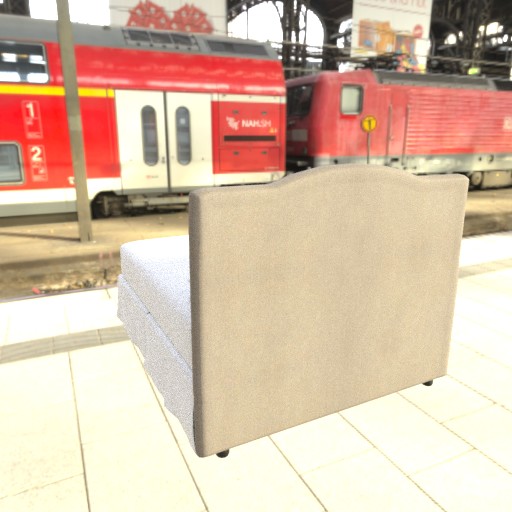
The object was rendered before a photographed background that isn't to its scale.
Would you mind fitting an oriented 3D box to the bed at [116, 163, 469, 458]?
[{"bbox_3d":[0.000,0.000,3.258,1.744,1.441,2.128,-8,17,-26],"label":"bed"}]
